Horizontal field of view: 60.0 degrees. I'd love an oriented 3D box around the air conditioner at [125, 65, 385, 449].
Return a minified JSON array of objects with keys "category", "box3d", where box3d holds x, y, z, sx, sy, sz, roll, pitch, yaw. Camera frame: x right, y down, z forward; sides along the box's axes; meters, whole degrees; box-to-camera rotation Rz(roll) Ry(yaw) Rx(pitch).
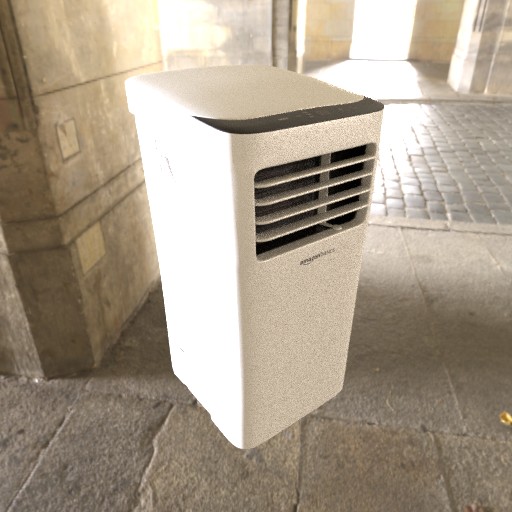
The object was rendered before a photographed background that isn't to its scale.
[{"category":"air conditioner","box3d":[0.000,0.000,0.939,0.352,0.716,0.369,-20,35,-32]}]
